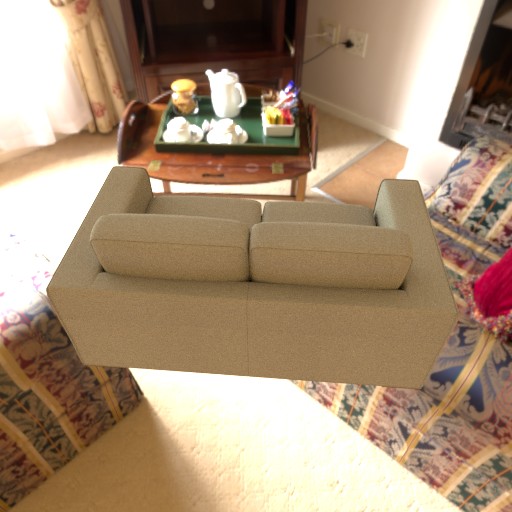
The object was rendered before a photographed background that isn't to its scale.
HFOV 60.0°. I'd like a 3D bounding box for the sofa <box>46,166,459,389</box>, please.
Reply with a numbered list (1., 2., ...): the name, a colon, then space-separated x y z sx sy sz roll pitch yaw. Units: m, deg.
1. sofa: 0.000 0.000 2.422 1.812 0.924 1.007 3 45 3
